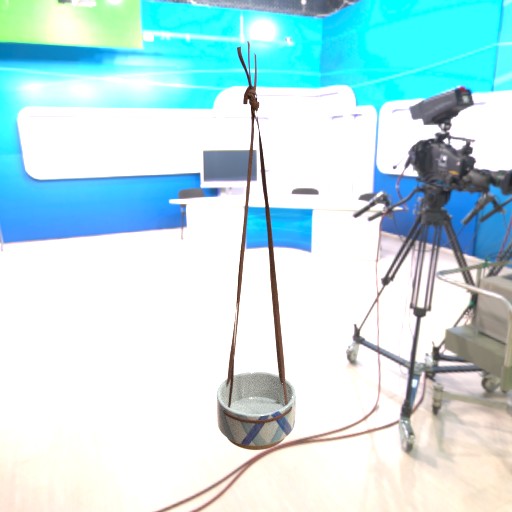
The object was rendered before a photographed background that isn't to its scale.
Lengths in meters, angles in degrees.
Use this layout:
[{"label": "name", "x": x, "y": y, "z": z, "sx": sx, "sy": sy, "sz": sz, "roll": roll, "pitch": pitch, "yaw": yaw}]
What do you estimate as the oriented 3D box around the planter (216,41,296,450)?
[{"label": "planter", "x": 0.000, "y": 0.000, "z": 0.827, "sx": 0.166, "sy": 0.751, "sz": 0.166, "roll": 8, "pitch": 18, "yaw": 26}]
